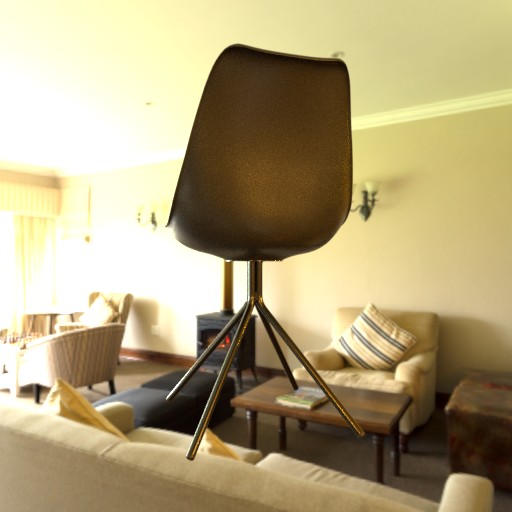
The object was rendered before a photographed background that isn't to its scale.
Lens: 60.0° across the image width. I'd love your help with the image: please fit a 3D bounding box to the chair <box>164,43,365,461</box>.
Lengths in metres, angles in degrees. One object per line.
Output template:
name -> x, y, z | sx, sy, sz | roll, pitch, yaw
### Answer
chair -> 0.000, 0.000, 1.154 | 0.461, 0.850, 0.525 | 0, -1, -17
